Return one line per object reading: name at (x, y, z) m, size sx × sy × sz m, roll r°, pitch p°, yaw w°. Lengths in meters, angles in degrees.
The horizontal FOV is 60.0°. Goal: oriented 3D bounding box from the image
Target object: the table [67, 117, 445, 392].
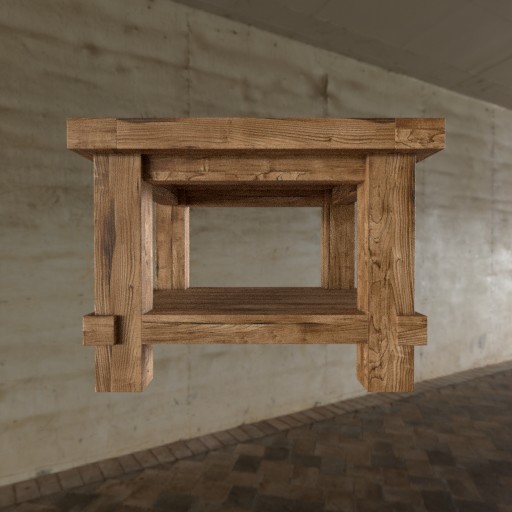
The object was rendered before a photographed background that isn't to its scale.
table at (0.000, 0.000, 1.022) m, size 0.610 × 0.457 × 0.610 m, roll 0°, pitch 1°, yaw 0°
